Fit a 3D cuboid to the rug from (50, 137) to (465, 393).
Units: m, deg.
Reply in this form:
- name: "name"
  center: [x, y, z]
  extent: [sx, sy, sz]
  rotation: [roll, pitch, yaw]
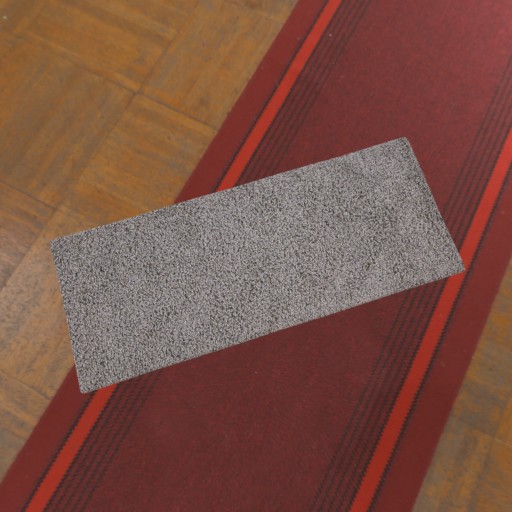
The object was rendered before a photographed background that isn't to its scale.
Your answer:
- name: "rug"
  center: [0.000, 0.000, 1.743]
  extent: [1.524, 0.030, 0.609]
  rotation: [-17, 76, -4]
